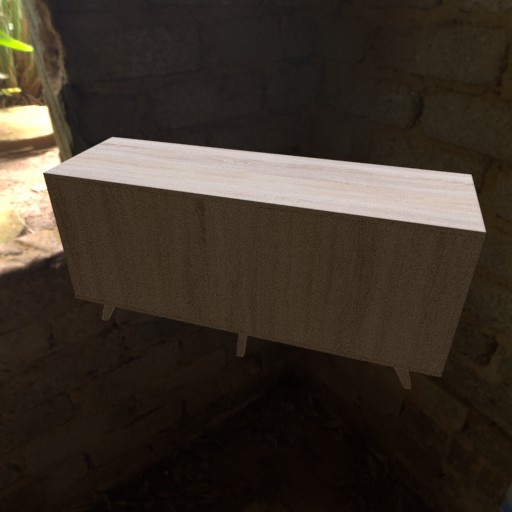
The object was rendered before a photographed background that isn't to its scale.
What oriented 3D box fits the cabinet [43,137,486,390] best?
[{"bbox_3d":[0.000,0.000,1.987,1.650,0.780,0.500,10,33,15],"label":"cabinet"}]
